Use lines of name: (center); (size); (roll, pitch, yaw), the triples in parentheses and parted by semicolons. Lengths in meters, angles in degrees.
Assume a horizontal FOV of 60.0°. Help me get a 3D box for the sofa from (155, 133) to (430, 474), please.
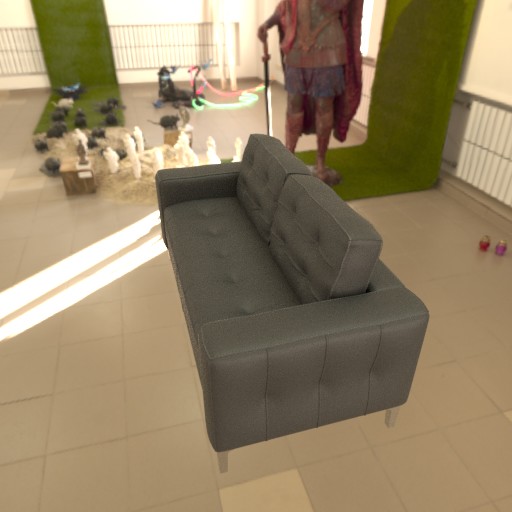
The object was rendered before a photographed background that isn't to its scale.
sofa: (0.000, 0.000, 2.261); (0.833, 0.893, 1.726); (-9, 33, -14)
